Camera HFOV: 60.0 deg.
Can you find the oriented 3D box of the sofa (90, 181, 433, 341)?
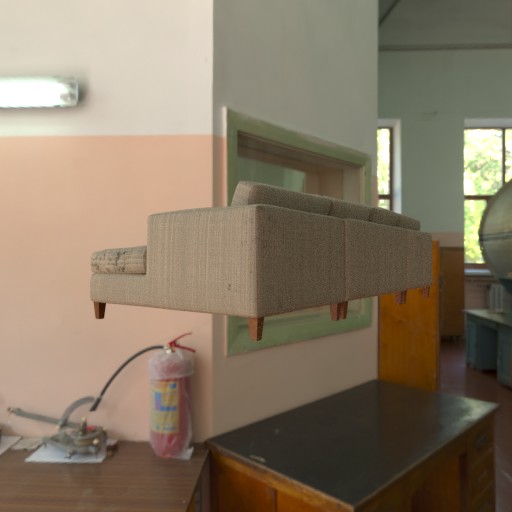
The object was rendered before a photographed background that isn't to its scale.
[{"bbox_3d":[0.000,0.000,4.526,2.594,0.961,3.460,0,0,37],"label":"sofa"}]
